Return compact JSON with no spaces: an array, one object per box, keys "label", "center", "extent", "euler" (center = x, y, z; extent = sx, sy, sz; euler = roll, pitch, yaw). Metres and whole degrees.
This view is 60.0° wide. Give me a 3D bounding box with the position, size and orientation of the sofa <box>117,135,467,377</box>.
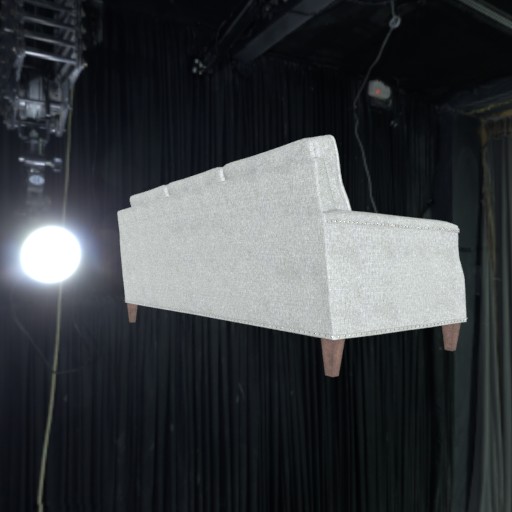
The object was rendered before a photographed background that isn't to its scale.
[{"label":"sofa","center":[0.000,0.000,2.865],"extent":[1.084,1.003,2.246],"euler":[1,-2,-37]}]
